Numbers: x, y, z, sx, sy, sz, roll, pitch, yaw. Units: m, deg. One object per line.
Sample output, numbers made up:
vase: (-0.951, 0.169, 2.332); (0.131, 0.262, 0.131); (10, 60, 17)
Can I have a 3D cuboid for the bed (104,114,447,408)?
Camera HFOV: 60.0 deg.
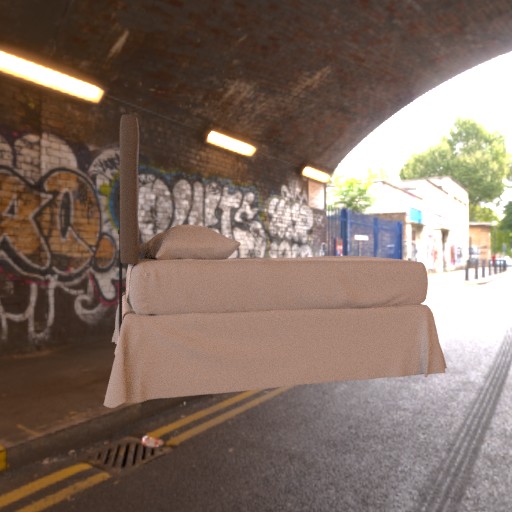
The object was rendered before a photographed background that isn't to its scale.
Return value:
bed: (0.000, 0.000, 3.516); (2.222, 1.577, 1.936); (0, 0, -17)
